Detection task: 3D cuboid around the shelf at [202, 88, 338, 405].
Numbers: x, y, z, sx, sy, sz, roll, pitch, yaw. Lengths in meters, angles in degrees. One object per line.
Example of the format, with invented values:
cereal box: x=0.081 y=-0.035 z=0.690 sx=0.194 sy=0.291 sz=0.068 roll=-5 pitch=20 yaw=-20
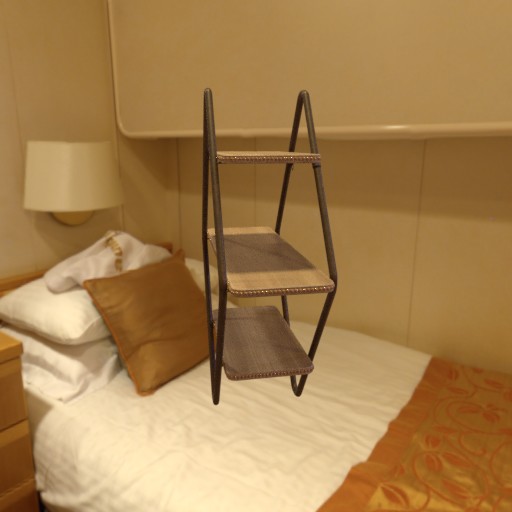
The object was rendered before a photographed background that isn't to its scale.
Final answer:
shelf: x=0.000 y=0.000 z=1.093 sx=0.234 sy=0.774 sz=0.609 roll=-3 pitch=14 yaw=-10
